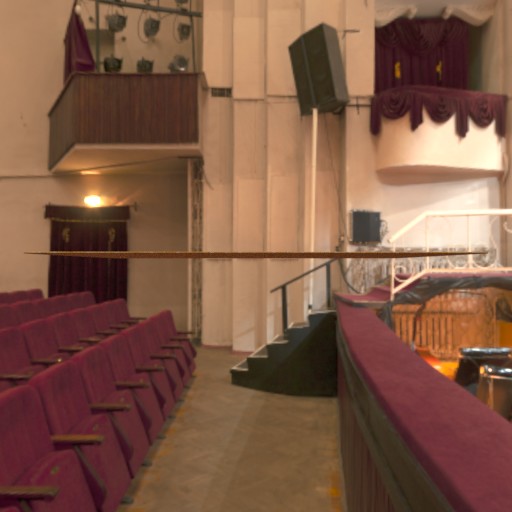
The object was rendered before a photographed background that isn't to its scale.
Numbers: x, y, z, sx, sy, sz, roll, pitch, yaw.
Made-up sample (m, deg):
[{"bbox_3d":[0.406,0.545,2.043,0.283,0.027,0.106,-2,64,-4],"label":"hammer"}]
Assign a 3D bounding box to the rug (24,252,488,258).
[{"bbox_3d":[0.000,0.000,3.055,2.424,0.010,1.511,0,-1,0],"label":"rug"}]
